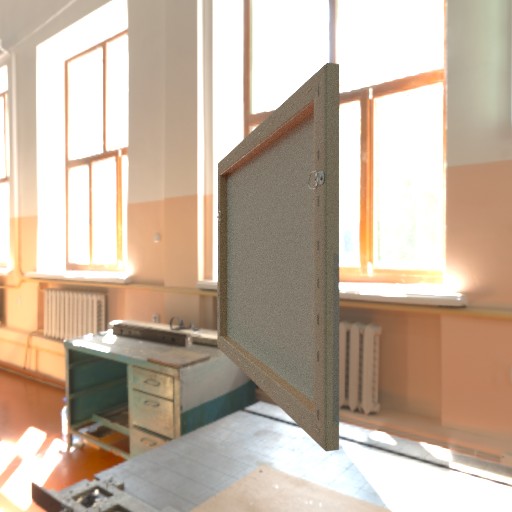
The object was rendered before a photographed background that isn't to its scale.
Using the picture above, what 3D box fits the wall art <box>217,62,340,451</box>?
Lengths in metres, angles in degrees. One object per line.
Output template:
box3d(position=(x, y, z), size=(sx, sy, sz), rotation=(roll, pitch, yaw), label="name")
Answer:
box3d(position=(0.000, 0.000, 1.624), size=(0.042, 0.912, 1.219), rotation=(0, 0, -17), label="wall art")
